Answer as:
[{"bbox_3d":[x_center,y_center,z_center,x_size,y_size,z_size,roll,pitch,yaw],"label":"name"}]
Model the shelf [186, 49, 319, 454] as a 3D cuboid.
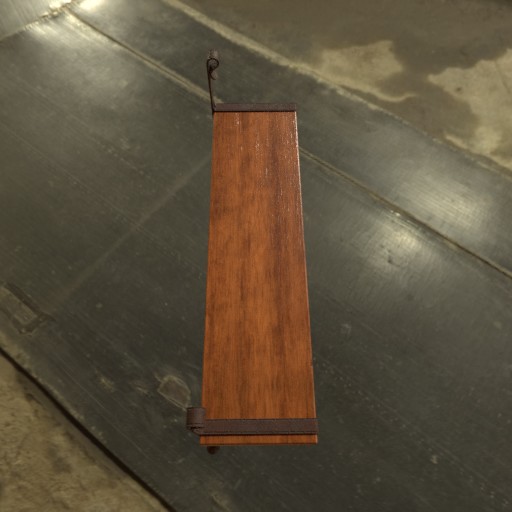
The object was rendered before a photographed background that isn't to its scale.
[{"bbox_3d":[0.000,0.000,0.698,0.146,0.330,0.567,0,64,0],"label":"shelf"}]
